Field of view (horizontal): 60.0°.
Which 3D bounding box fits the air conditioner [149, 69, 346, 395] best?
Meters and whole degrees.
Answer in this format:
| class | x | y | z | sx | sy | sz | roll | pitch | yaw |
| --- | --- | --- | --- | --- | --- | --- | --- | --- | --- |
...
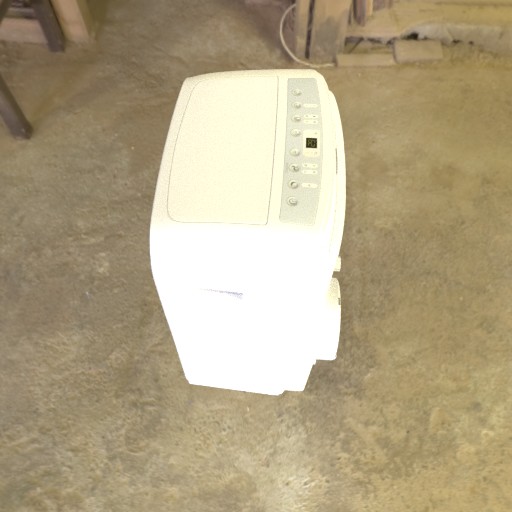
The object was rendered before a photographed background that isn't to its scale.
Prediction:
| class | x | y | z | sx | sy | sz | roll | pitch | yaw |
| --- | --- | --- | --- | --- | --- | --- | --- | --- | --- |
| air conditioner | 0.000 | 0.000 | 0.977 | 0.365 | 0.700 | 0.454 | 3 | 60 | 2 |
